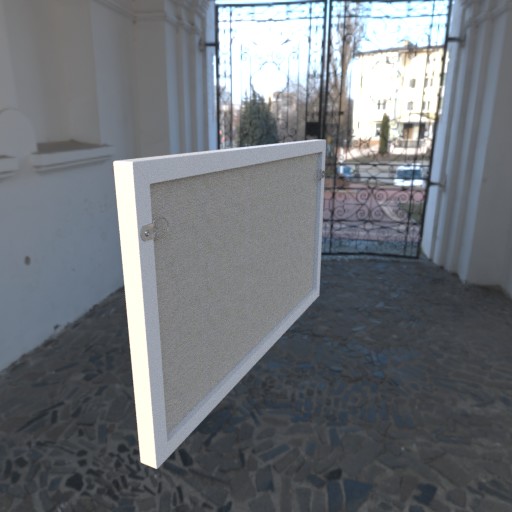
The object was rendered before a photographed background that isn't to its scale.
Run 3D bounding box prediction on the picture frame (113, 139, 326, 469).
[{"bbox_3d":[0.000,0.000,0.787,0.044,0.379,0.647,8,19,25],"label":"picture frame"}]
